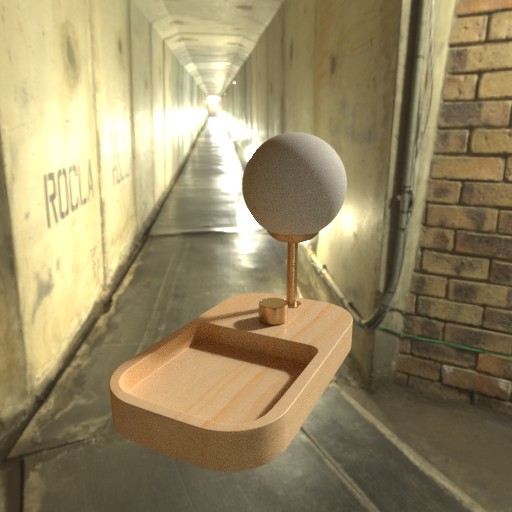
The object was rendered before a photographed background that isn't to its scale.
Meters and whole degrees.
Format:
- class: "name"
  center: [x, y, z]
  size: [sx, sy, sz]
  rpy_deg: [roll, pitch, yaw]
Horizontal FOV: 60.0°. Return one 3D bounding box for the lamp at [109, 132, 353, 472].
- class: "lamp"
  center: [0.000, 0.000, 0.465]
  size: [0.173, 0.253, 0.331]
  rpy_deg: [7, 17, 26]
